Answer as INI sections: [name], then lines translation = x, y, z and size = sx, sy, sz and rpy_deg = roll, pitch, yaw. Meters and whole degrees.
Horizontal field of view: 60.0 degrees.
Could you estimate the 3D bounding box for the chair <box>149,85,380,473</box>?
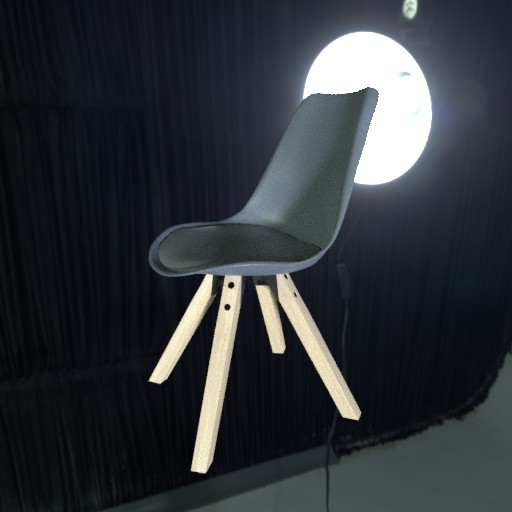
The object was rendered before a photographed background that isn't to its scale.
[chair]
translation = 0.000, 0.000, 1.178
size = 0.550, 0.850, 0.485
rpy_deg = -8, 18, -25
